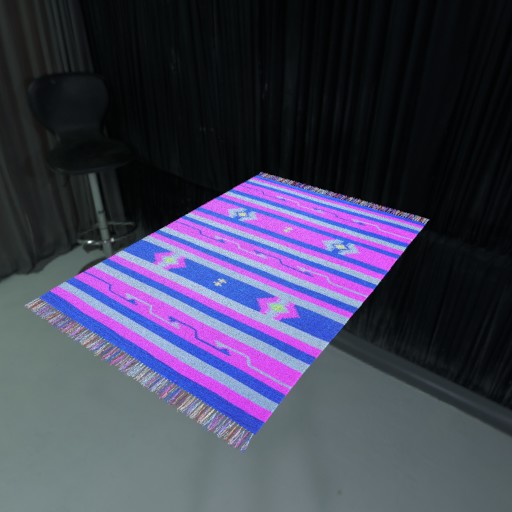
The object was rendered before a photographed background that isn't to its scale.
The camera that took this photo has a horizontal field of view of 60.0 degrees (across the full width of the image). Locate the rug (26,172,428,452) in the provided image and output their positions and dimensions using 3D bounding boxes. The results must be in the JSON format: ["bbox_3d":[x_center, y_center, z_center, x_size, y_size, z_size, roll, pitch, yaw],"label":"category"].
[{"bbox_3d":[0.000,0.000,2.892,1.539,0.013,2.350,22,39,29],"label":"rug"}]
